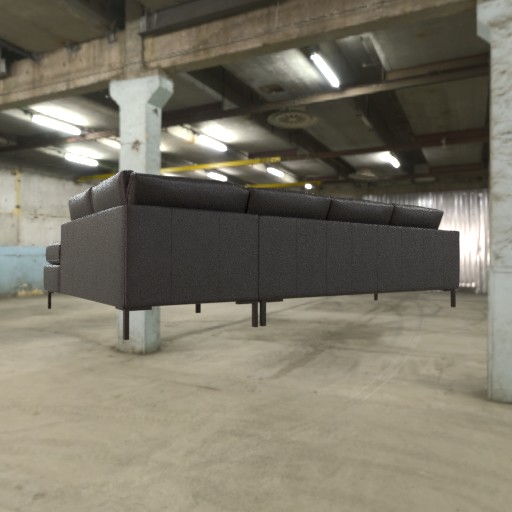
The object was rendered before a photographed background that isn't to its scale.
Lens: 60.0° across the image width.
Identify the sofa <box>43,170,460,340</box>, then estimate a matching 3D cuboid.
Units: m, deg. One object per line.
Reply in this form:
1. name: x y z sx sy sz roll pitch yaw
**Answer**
1. sofa: 0.000 0.000 3.767 2.984 0.877 1.938 1 -1 -35
